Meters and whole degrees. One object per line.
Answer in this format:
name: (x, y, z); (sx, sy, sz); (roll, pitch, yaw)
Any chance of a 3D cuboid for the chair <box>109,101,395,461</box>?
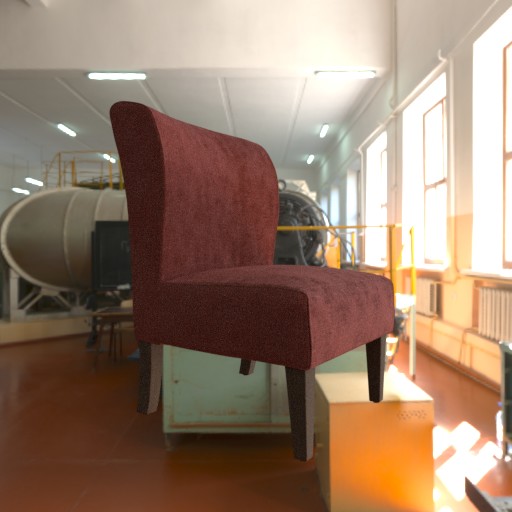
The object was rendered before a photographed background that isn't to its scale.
chair: (0.000, 0.000, 1.252); (0.640, 0.846, 0.538); (0, 1, 35)
